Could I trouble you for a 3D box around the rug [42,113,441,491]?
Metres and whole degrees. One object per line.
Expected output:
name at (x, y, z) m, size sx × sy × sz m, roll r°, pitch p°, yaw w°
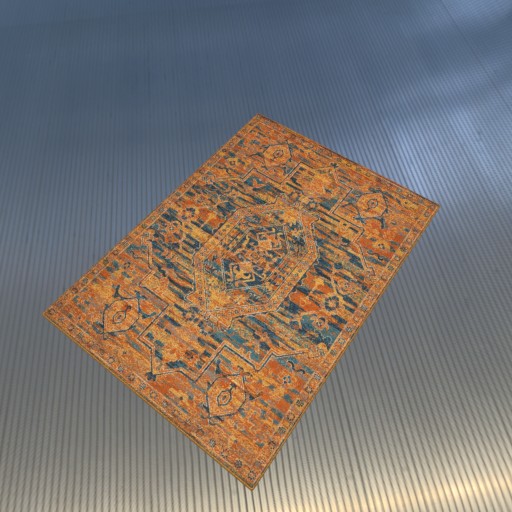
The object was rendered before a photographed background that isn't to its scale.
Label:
rug at (0.000, 0.000, 2.886) m, size 1.588 × 0.024 × 2.204 m, roll 32°, pitch 64°, yaw 18°
